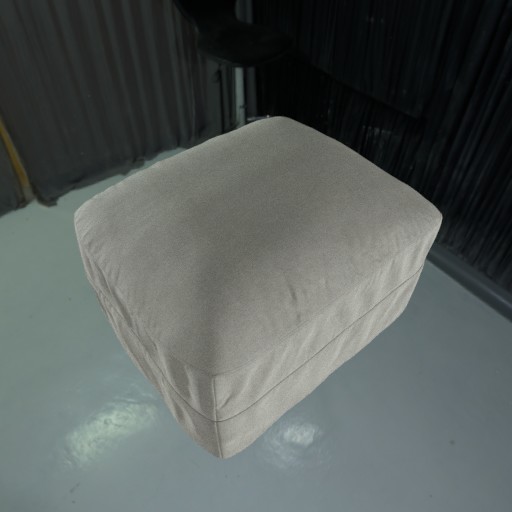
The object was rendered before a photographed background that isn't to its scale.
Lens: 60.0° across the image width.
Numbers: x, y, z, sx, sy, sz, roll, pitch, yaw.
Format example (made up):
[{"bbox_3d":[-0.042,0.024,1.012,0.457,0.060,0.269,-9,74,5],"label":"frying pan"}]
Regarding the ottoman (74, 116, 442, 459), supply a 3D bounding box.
[{"bbox_3d":[0.000,0.000,1.093,0.712,0.480,0.584,-32,55,-26],"label":"ottoman"}]
